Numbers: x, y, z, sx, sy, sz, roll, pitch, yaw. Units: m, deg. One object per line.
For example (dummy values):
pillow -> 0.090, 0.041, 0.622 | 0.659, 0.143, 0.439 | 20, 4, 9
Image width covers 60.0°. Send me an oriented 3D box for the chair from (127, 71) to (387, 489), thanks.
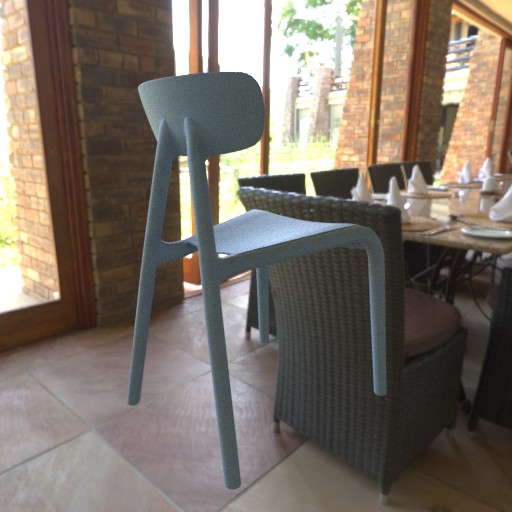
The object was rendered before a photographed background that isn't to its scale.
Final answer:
chair -> 0.000, 0.000, 0.814 | 0.401, 0.580, 0.356 | -13, 19, -42
